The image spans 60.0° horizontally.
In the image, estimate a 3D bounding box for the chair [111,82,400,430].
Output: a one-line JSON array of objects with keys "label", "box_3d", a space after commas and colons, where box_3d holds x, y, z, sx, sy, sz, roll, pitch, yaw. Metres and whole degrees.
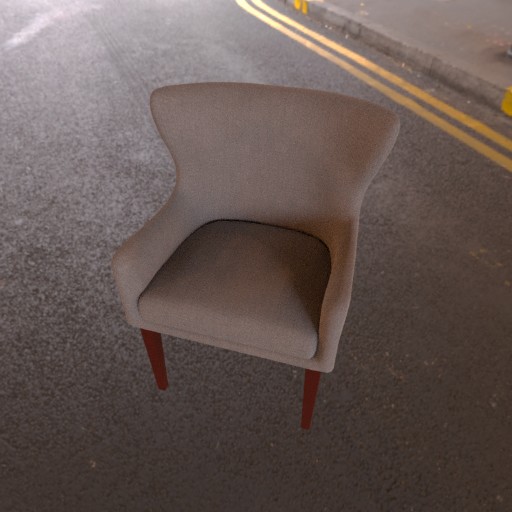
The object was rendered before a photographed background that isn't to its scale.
[{"label": "chair", "box_3d": [0.000, 0.000, 1.471, 0.732, 0.948, 0.677, 11, 42, 12]}]
